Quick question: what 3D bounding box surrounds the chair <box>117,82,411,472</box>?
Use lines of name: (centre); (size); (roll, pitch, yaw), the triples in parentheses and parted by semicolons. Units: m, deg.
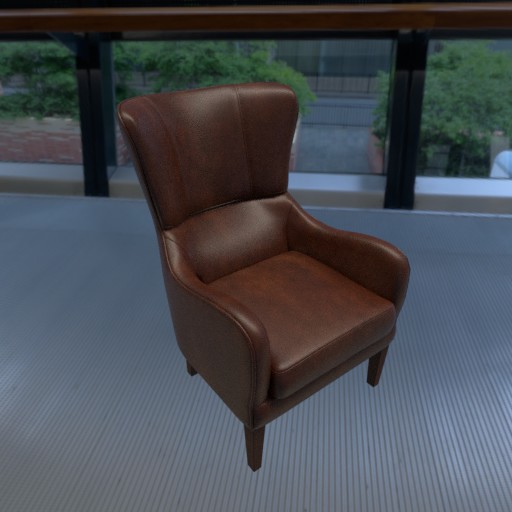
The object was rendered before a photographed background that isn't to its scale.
chair: (0.000, 0.000, 1.607); (0.692, 1.048, 0.914); (-21, 37, -31)
